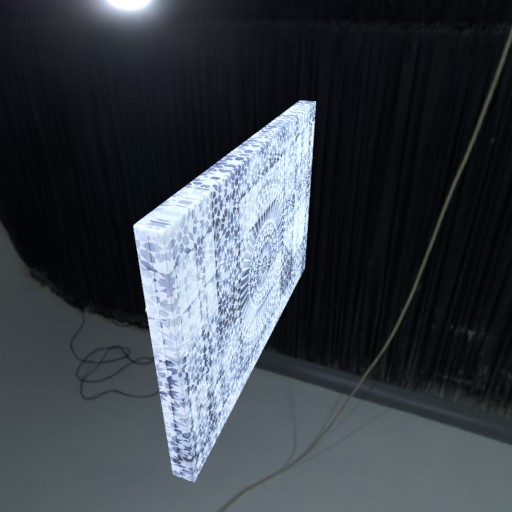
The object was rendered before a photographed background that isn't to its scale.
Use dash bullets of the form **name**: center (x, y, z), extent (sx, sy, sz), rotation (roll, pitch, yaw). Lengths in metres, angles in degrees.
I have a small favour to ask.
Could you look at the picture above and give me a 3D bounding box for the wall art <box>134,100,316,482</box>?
- **wall art**: center (0.000, 0.000, 1.162), extent (0.057, 0.608, 0.911), rotation (11, 33, 17)
